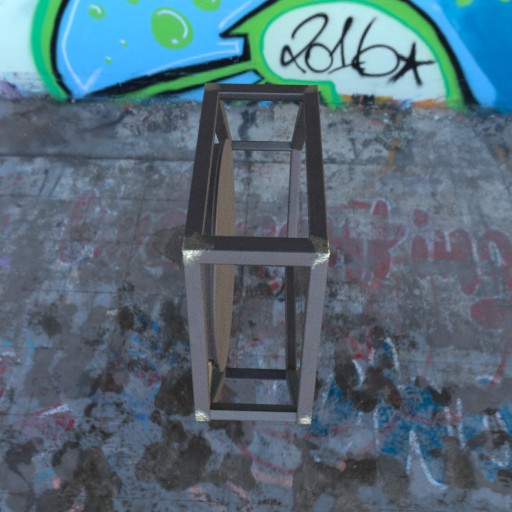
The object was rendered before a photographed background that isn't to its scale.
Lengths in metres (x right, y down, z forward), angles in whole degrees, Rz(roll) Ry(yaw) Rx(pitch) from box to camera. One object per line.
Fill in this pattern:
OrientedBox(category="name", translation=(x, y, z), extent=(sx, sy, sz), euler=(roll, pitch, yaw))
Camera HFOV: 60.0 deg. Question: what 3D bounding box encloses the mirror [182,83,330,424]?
OrientedBox(category="mirror", translation=(0.000, 0.000, 0.530), extent=(0.119, 0.334, 0.380), euler=(1, 58, 1))
